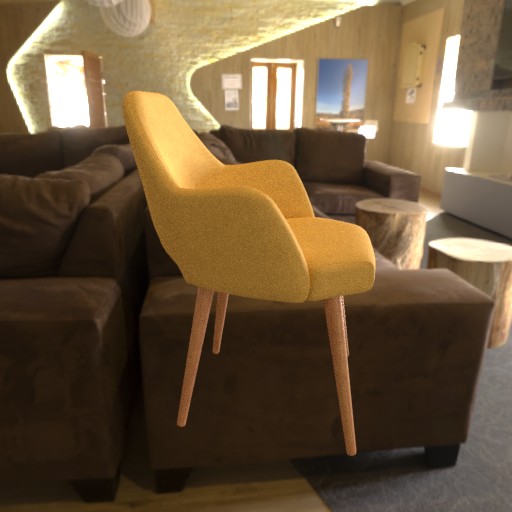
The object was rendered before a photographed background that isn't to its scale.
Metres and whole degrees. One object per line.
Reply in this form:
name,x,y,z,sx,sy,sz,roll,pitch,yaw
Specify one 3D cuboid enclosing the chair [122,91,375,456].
chair,0.000,0.000,1.204,0.610,0.840,0.590,3,18,9
